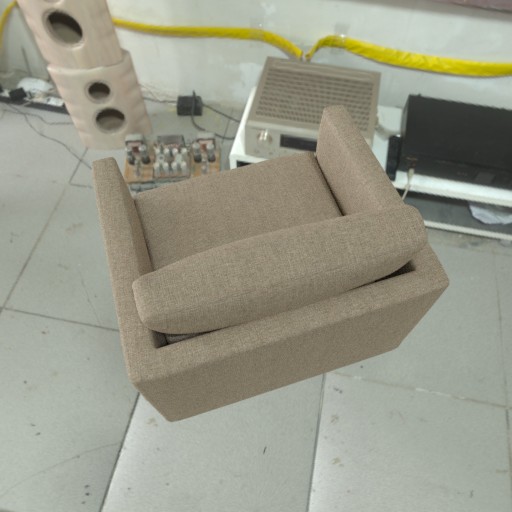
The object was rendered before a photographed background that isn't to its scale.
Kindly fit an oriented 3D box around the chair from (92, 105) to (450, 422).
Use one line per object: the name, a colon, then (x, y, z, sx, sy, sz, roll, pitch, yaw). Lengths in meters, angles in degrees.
chair: (0.000, 0.000, 1.857, 1.107, 0.987, 0.959, -16, 61, -9)
